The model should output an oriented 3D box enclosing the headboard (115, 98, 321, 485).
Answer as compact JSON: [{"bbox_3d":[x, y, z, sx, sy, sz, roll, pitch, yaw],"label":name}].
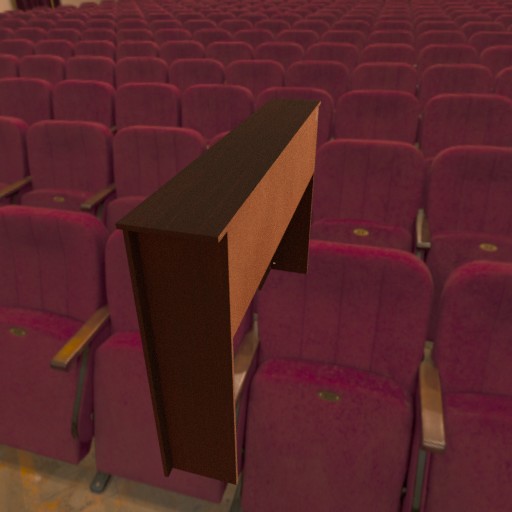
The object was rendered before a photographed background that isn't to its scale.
[{"bbox_3d":[0.000,0.000,2.067,0.279,1.092,1.671,8,31,13],"label":"headboard"}]
